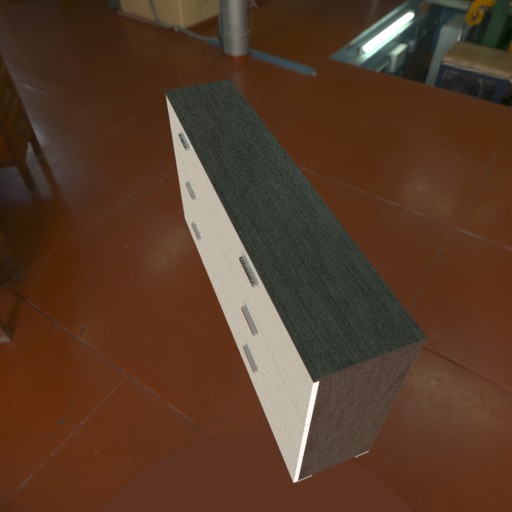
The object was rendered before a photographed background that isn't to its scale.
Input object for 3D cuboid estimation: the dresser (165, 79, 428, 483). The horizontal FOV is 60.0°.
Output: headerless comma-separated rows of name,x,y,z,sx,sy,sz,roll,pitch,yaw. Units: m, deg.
dresser,0.000,0.000,1.849,0.333,0.790,1.535,-16,49,-14
